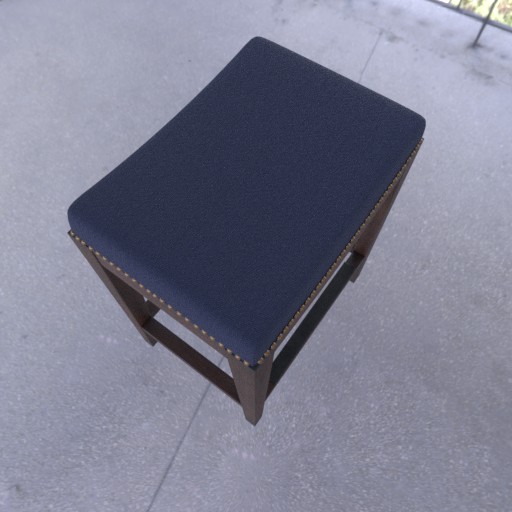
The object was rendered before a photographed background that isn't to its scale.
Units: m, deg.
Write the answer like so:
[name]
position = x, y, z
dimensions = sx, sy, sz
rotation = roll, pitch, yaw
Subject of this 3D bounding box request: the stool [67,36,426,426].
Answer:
[stool]
position = 0.000, 0.000, 0.936
dimensions = 0.361, 0.642, 0.500
rotation = 33, 68, 15
